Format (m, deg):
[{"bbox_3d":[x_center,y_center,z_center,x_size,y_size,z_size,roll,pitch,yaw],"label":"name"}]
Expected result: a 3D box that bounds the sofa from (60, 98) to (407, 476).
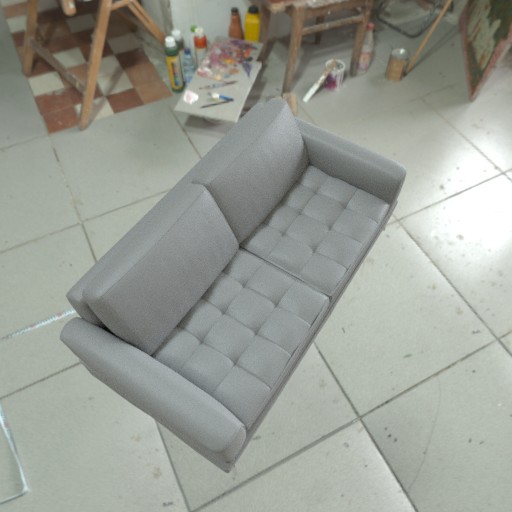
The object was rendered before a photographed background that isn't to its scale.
[{"bbox_3d":[0.000,0.000,2.742,1.121,0.930,2.177,29,62,17],"label":"sofa"}]
